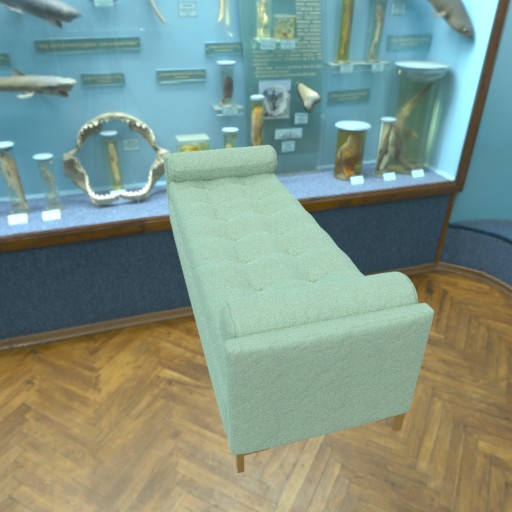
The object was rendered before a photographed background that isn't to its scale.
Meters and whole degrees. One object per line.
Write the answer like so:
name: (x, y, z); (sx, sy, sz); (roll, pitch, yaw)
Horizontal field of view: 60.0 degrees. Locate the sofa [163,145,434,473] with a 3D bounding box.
sofa: (0.000, 0.000, 2.509); (0.796, 0.705, 2.102); (-8, 32, -14)
